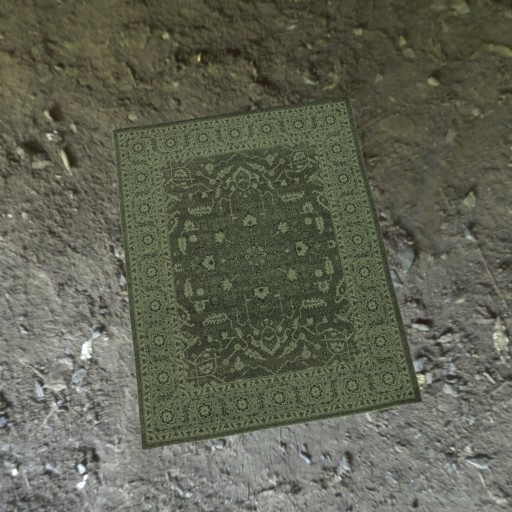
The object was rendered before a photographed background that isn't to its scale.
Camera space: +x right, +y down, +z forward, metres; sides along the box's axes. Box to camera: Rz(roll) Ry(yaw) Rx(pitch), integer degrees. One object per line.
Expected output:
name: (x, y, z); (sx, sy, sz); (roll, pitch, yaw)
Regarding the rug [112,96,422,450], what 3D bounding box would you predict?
rug: (0.000, 0.000, 4.172); (2.451, 0.026, 3.069); (-9, 76, -2)
